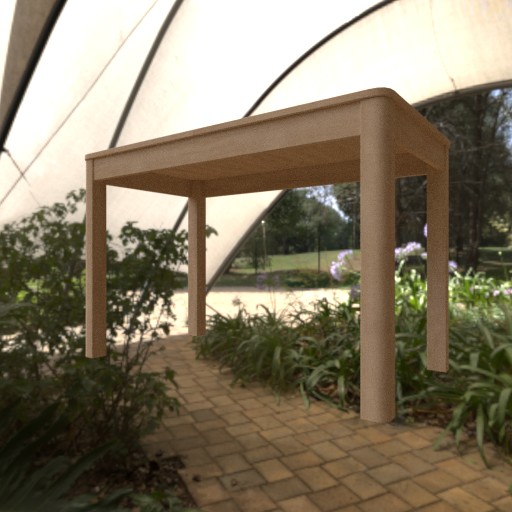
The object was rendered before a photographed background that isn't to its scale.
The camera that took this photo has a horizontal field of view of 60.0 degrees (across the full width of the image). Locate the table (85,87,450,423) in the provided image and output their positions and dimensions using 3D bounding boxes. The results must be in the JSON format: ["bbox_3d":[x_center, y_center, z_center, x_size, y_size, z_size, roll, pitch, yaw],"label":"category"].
[{"bbox_3d":[0.000,0.000,1.877,1.400,0.900,0.750,0,0,36],"label":"table"}]
